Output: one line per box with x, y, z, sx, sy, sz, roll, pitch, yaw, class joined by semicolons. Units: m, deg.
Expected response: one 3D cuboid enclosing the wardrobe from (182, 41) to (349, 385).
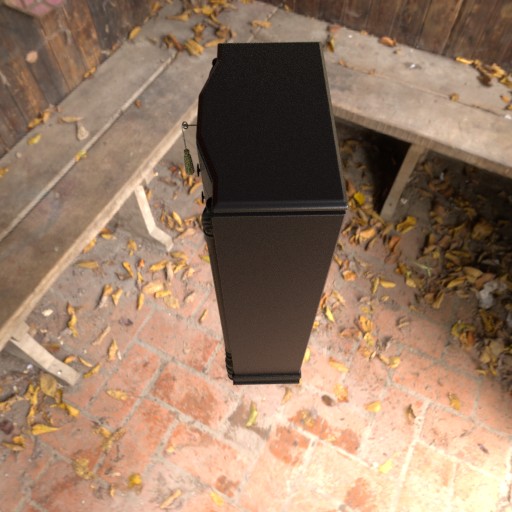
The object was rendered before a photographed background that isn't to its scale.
0.000;0.000;1.231;0.295;1.011;0.444;-1;59;-1;wardrobe
